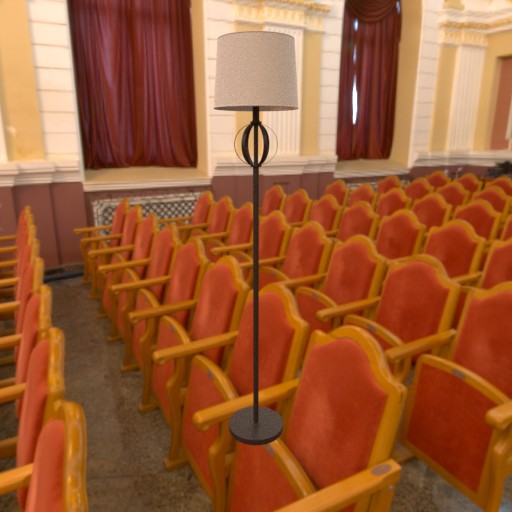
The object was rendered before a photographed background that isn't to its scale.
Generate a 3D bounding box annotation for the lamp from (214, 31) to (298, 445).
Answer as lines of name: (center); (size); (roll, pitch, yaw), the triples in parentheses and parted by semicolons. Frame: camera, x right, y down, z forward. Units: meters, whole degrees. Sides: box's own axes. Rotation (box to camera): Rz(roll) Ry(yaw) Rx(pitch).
lamp: (0.000, 0.000, 1.636); (0.286, 1.462, 0.286); (-8, 17, -26)
